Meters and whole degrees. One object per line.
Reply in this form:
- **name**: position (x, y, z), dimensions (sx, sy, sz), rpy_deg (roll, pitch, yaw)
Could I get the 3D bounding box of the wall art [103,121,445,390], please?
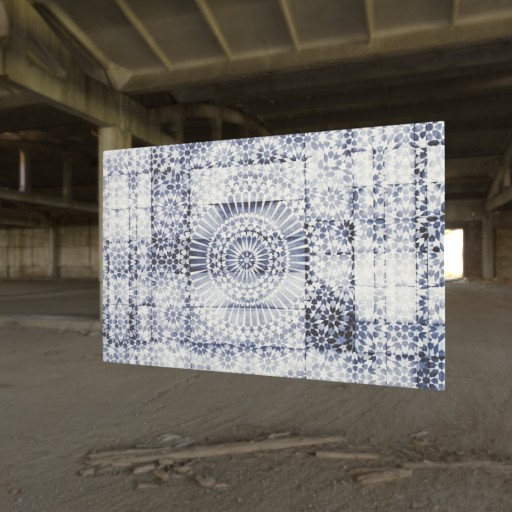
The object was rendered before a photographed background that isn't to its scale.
- **wall art**: position (0.000, 0.000, 1.165), dimensions (0.911, 0.608, 0.057), rpy_deg (0, 0, 18)
